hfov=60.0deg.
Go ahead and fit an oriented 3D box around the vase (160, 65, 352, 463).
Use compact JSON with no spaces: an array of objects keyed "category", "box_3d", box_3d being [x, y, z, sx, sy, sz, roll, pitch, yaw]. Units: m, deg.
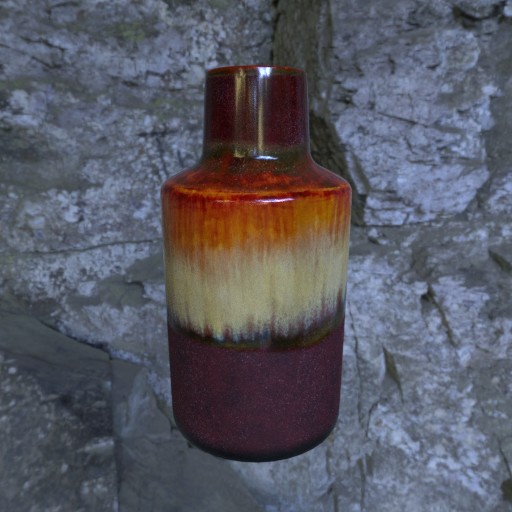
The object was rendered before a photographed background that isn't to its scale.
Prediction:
[{"category":"vase","box_3d":[0.000,0.000,0.263,0.108,0.204,0.108,0,16,0]}]
